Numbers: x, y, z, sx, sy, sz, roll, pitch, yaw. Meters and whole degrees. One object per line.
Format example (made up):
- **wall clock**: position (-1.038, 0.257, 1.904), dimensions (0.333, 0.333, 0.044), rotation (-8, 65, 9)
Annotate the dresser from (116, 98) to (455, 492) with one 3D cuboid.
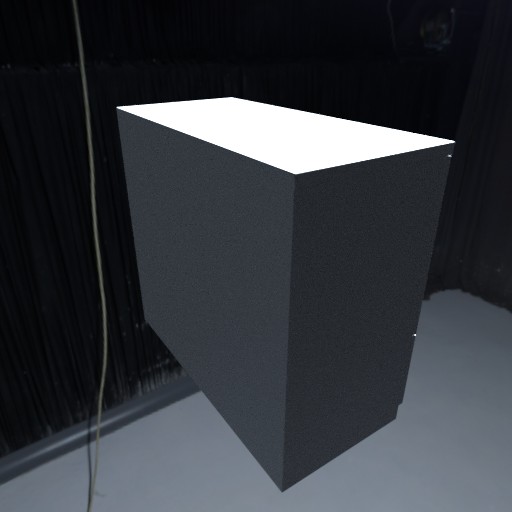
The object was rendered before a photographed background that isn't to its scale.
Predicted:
- **dresser**: position (0.000, 0.000, 1.251), dimensions (0.420, 0.740, 0.830), rotation (-17, 31, -30)
